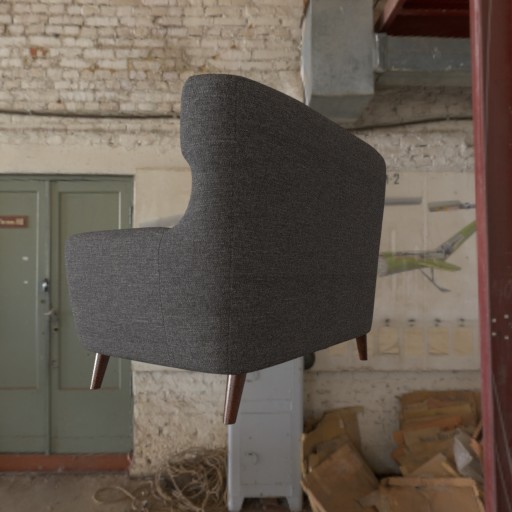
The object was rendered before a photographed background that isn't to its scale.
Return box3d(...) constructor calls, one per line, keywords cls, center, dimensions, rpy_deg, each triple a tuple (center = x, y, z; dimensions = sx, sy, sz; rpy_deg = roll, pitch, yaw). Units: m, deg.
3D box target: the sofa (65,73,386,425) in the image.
box3d(cls="sofa", center=(0.000, 0.000, 1.945), dimensions=(0.874, 1.028, 1.358), rpy_deg=(-1, -2, 35))
